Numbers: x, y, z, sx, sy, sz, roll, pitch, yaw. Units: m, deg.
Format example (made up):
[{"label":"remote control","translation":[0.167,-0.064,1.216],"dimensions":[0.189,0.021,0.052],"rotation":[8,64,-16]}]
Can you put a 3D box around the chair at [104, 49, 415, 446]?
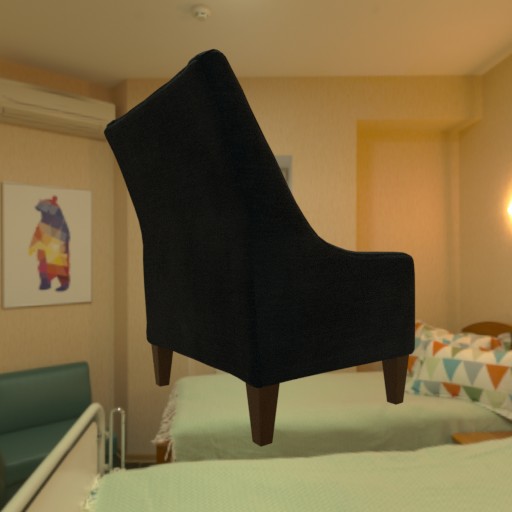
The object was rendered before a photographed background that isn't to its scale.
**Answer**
[{"label":"chair","translation":[0.000,0.000,1.598],"dimensions":[0.870,1.014,0.774],"rotation":[0,0,-36]}]
